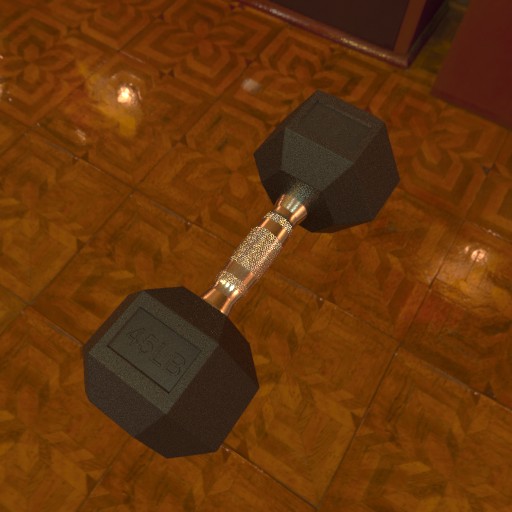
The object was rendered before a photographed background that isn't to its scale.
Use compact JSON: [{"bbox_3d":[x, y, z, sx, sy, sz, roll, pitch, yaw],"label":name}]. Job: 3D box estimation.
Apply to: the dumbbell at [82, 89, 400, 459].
[{"bbox_3d":[0.000,0.000,0.409,0.141,0.123,0.356,32,68,15],"label":"dumbbell"}]
